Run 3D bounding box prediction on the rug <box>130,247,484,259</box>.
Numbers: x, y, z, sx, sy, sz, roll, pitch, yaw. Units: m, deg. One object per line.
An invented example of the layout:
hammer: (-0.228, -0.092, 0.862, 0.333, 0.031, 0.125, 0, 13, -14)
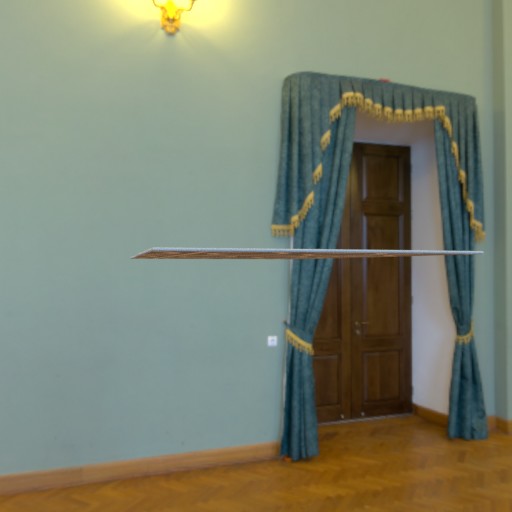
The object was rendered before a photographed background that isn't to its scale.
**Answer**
rug: (0.000, 0.000, 2.926, 1.528, 0.014, 2.294, 0, -1, -18)
